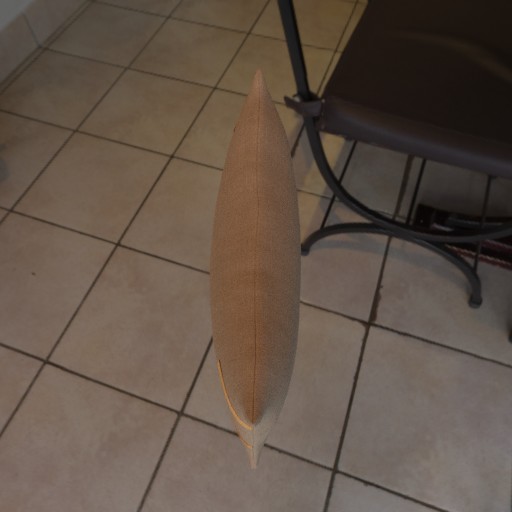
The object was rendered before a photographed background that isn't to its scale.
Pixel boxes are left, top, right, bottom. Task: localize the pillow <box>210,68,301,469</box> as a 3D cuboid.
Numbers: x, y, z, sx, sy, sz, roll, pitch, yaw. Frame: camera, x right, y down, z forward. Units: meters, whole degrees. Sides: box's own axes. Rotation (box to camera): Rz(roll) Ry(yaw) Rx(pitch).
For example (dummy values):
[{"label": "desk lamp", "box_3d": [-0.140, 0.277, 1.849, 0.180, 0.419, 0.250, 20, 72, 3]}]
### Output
[{"label": "pillow", "box_3d": [0.000, 0.000, 0.742, 0.148, 0.308, 0.612, 1, 58, 0]}]
